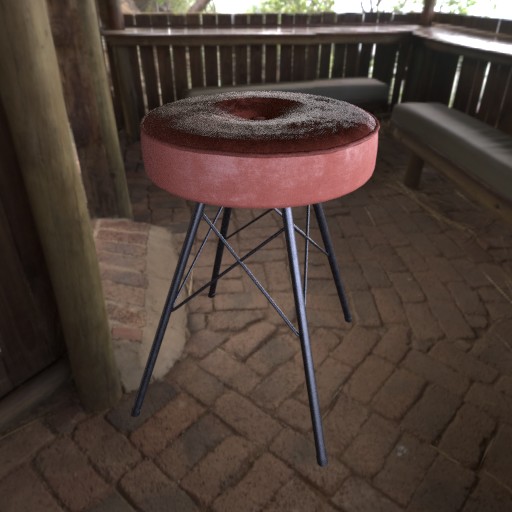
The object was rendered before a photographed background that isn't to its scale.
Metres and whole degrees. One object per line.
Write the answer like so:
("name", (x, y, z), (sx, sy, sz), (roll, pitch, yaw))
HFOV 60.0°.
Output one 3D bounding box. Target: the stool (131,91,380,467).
("stool", (0.000, 0.000, 0.915), (0.421, 0.593, 0.457), (9, 32, 14))
